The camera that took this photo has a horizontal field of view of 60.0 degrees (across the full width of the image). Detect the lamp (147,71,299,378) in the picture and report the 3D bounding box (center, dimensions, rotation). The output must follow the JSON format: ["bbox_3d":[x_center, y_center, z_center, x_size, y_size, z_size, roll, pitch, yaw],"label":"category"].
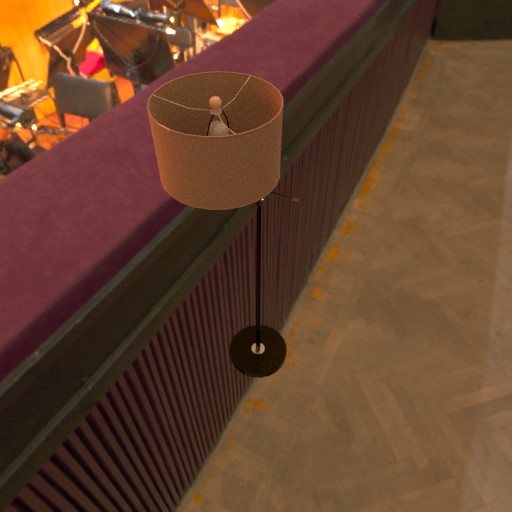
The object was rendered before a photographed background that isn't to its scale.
[{"bbox_3d":[0.000,0.000,1.933,0.373,1.635,0.809,23,50,21],"label":"lamp"}]
